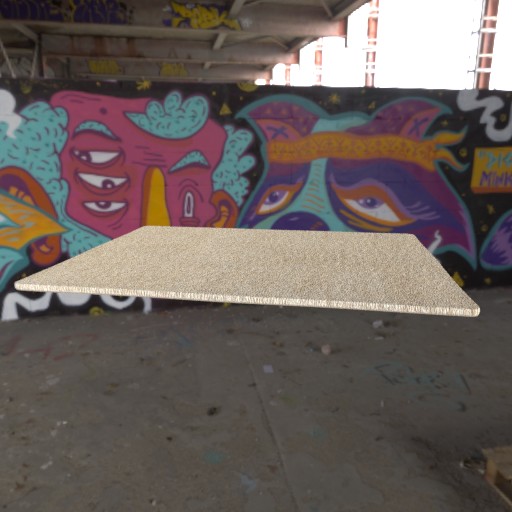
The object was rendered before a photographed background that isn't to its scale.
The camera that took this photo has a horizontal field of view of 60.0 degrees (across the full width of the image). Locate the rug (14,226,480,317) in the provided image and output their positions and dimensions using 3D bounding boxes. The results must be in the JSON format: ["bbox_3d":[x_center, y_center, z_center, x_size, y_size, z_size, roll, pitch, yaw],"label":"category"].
[{"bbox_3d":[0.000,0.000,2.056,1.600,0.027,1.200,2,14,9],"label":"rug"}]
